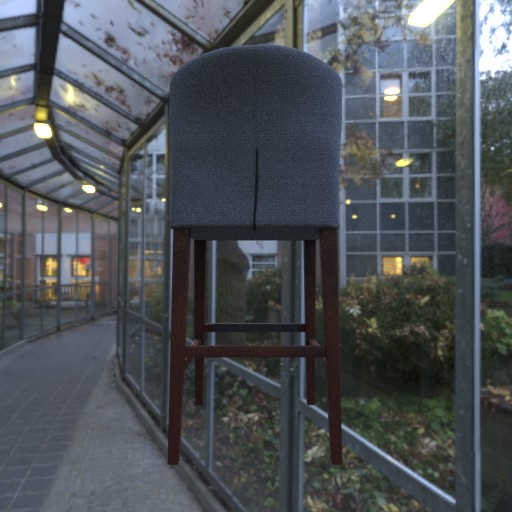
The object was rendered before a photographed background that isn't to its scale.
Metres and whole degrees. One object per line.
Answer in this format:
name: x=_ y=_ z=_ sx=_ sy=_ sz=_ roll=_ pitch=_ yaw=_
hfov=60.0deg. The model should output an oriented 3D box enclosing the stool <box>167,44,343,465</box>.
stool: x=0.000 y=0.000 z=1.387 sx=0.486 sy=1.069 sz=0.568 roll=0 pitch=-2 yaw=0
